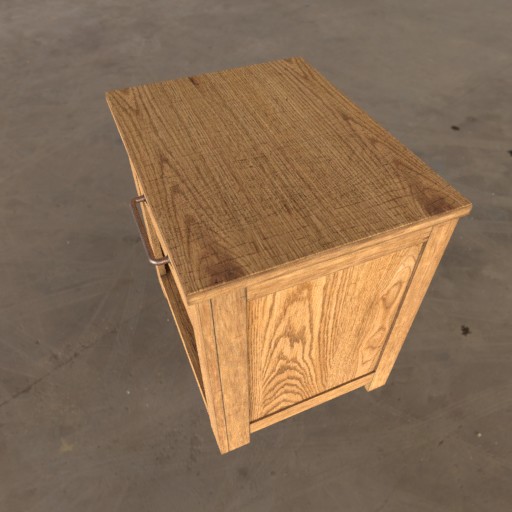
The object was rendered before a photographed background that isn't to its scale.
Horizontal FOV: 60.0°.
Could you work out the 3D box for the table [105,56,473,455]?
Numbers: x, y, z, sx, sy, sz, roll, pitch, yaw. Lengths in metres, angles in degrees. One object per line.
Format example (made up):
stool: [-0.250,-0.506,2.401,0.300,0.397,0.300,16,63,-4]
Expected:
table: [0.000,0.000,1.048,0.494,0.625,0.601,-17,49,-16]
